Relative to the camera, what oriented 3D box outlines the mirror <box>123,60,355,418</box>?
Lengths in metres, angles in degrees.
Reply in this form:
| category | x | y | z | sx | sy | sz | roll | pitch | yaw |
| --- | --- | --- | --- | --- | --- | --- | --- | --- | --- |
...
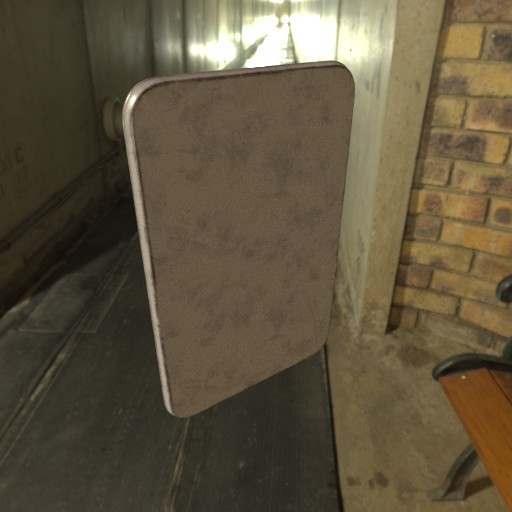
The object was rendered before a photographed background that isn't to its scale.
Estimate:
| category | x | y | z | sx | sy | sz | roll | pitch | yaw |
| --- | --- | --- | --- | --- | --- | --- | --- | --- | --- |
| mirror | 0.000 | 0.000 | 0.903 | 0.461 | 0.713 | 0.024 | -19 | 35 | -29 |
